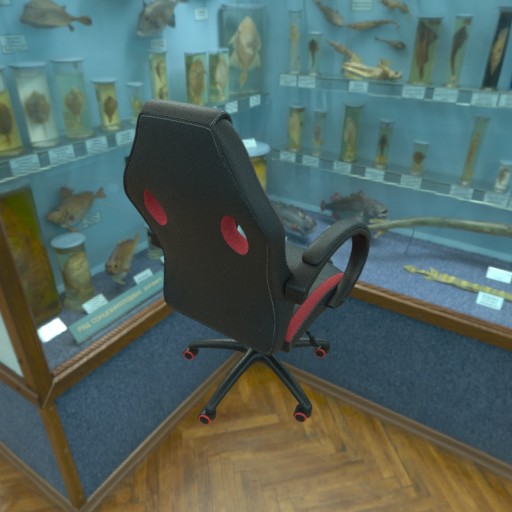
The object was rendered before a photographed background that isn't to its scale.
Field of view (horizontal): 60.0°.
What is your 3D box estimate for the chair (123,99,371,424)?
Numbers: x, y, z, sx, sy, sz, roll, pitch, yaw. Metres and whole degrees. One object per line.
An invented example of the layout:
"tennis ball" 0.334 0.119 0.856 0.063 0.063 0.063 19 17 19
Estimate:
"chair" 0.000 0.000 1.633 0.673 1.187 0.724 20 36 30
